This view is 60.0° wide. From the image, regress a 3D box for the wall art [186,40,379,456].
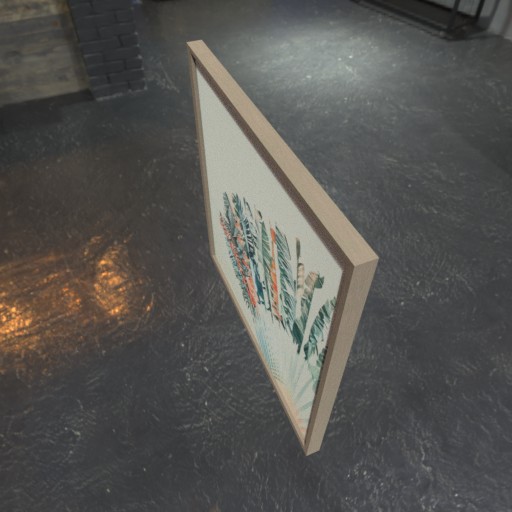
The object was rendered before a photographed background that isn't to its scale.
[{"bbox_3d":[0.000,0.000,1.109,0.038,0.758,0.761,-17,50,-15],"label":"wall art"}]
